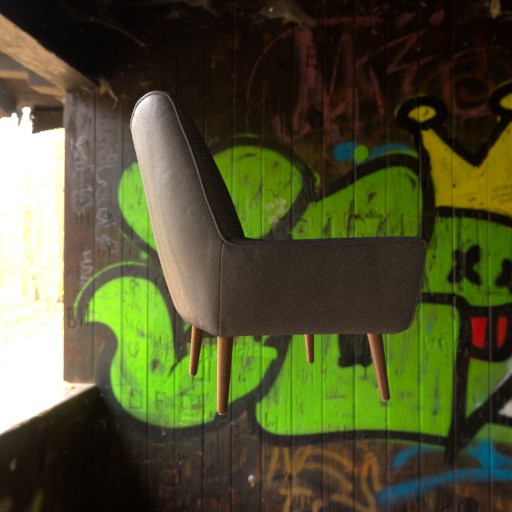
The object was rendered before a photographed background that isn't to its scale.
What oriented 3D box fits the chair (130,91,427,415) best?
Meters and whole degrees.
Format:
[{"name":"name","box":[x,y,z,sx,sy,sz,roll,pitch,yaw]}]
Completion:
[{"name":"chair","box":[0.000,0.000,1.505,0.822,0.888,0.787,0,-1,-19]}]
